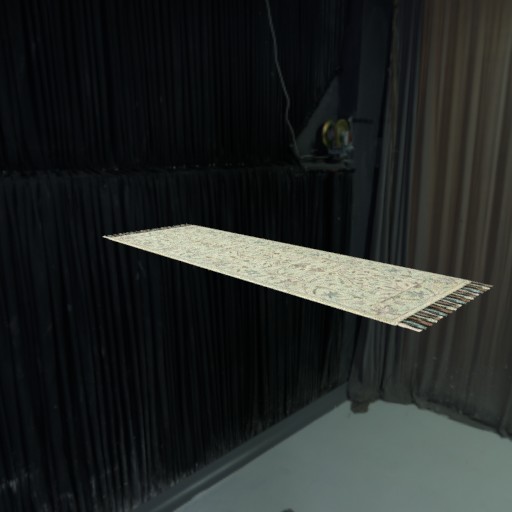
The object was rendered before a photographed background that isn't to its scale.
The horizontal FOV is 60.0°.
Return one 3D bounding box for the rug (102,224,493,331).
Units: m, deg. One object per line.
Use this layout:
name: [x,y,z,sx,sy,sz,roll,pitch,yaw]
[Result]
rug: [0.000,0.000,2.686,0.769,0.013,2.440,-13,19,-43]
